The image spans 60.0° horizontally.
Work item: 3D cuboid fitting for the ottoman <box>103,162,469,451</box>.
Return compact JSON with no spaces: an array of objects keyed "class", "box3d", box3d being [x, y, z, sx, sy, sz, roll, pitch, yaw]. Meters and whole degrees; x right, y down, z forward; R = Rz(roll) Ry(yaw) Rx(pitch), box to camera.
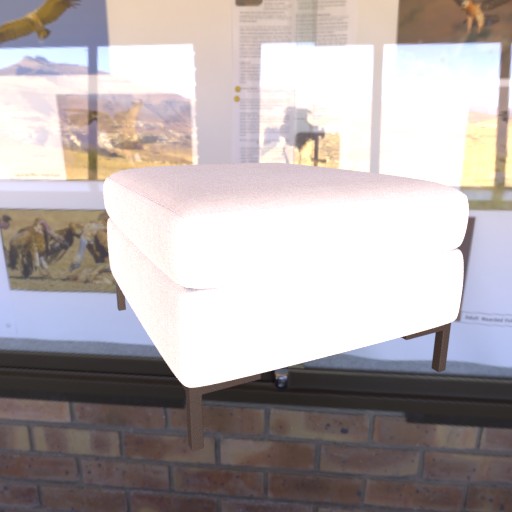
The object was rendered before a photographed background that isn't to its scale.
[{"class":"ottoman","box3d":[0.000,0.000,1.164,0.657,0.453,0.794,-7,17,-25]}]
